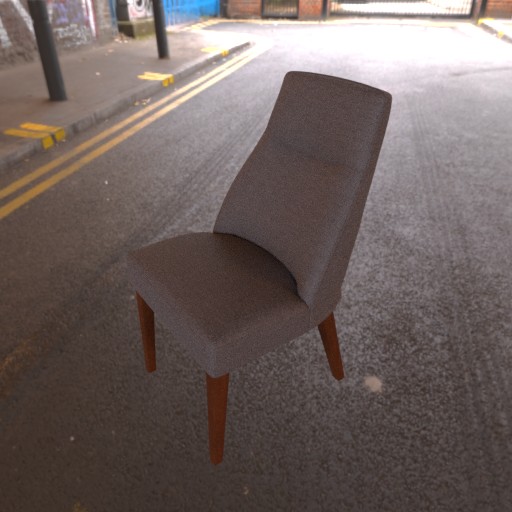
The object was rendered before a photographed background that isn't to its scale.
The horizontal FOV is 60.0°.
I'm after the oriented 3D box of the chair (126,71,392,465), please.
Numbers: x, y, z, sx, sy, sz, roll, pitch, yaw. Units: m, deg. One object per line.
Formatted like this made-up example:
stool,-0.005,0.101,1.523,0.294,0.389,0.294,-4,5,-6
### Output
chair,0.000,0.000,1.297,0.620,0.930,0.500,-22,38,-30
